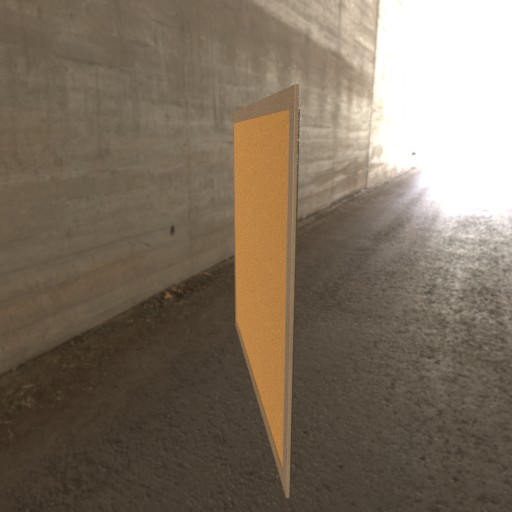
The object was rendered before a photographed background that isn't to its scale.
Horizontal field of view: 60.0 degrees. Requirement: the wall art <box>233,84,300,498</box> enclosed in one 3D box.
[{"bbox_3d":[0.000,0.000,1.638,0.025,1.067,1.168,-2,15,-9],"label":"wall art"}]
